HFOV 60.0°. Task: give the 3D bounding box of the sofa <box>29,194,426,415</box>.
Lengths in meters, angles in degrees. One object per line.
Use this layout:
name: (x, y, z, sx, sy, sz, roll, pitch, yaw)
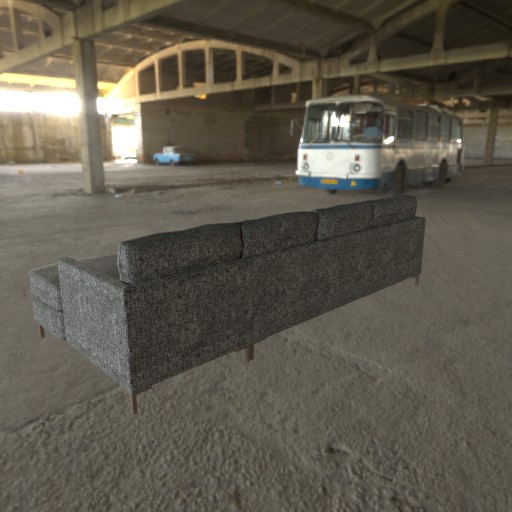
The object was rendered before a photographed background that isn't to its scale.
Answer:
sofa: (0.000, 0.000, 3.955, 3.384, 0.970, 1.488, -13, 19, -42)
